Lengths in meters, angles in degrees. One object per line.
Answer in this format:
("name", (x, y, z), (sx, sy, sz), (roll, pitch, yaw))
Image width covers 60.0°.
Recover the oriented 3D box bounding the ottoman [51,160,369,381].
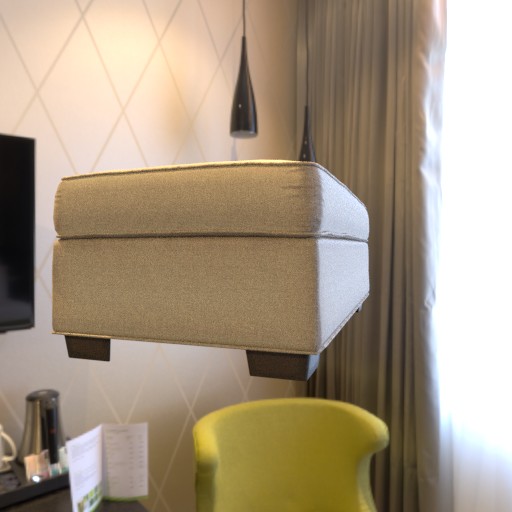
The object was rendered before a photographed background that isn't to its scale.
("ottoman", (0.000, 0.000, 1.407), (0.617, 0.448, 1.097), (0, 1, 19))
